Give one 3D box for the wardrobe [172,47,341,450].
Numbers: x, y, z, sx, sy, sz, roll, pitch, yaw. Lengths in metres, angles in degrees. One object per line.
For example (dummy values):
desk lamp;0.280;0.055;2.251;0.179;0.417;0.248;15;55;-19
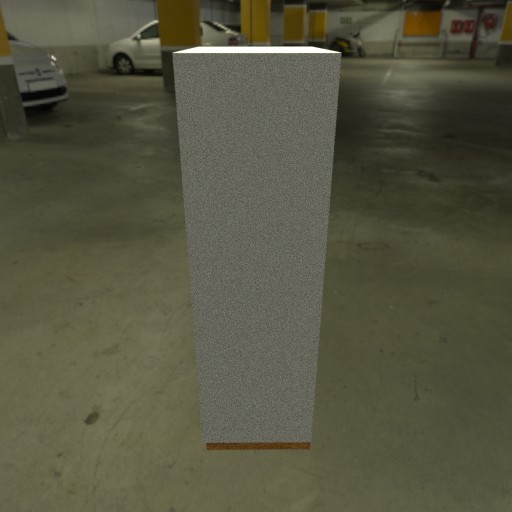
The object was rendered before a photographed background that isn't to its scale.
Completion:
wardrobe;0.000;0.000;2.412;0.600;2.040;0.860;0;27;0
